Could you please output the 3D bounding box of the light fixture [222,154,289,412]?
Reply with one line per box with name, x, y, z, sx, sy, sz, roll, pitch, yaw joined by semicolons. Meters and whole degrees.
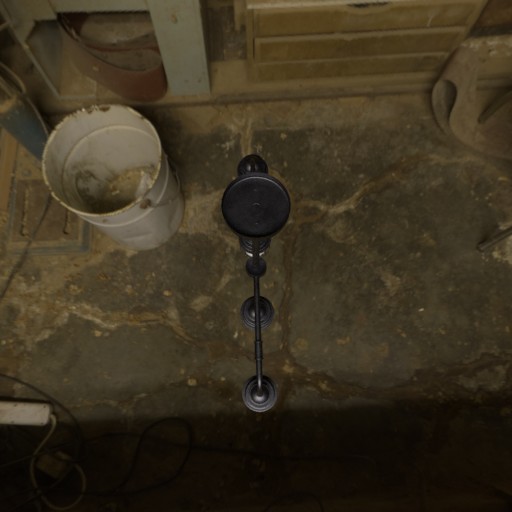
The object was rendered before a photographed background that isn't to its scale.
light fixture;0.000;0.000;1.213;0.131;0.785;0.852;-2;76;0
